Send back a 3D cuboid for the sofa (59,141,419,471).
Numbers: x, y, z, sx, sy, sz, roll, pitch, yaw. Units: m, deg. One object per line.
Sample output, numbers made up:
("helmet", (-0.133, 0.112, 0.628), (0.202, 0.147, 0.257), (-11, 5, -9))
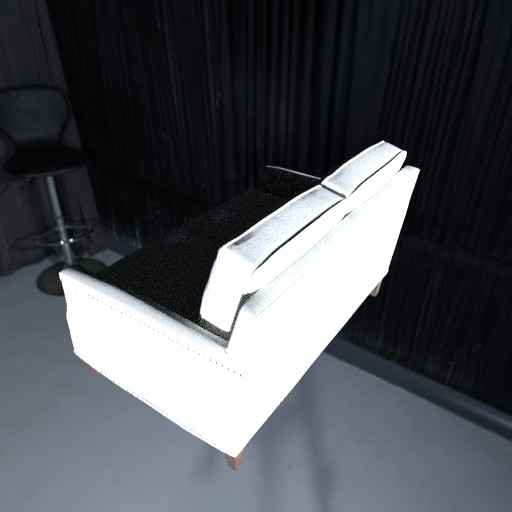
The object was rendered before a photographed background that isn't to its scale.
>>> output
("sofa", (0.000, 0.000, 2.262), (1.084, 1.003, 1.597), (21, 38, 29))
